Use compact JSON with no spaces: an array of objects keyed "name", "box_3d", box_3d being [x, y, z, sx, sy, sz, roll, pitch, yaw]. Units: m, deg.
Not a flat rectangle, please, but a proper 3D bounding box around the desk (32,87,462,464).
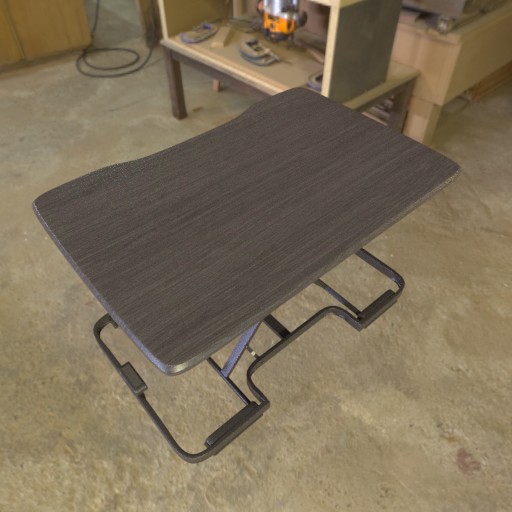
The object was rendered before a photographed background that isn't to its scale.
[{"name":"desk","box_3d":[0.000,0.000,1.135,0.820,0.470,0.546,-32,54,-27]}]
